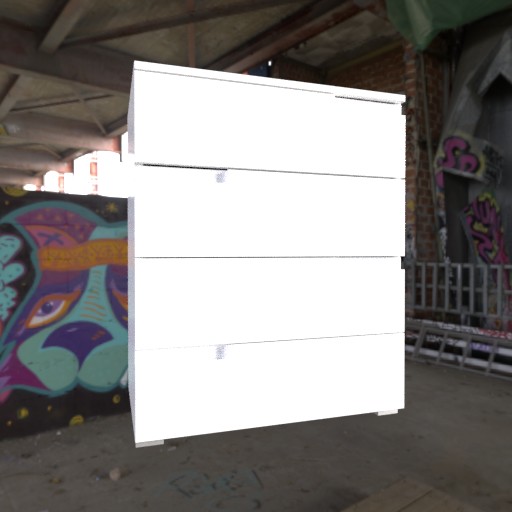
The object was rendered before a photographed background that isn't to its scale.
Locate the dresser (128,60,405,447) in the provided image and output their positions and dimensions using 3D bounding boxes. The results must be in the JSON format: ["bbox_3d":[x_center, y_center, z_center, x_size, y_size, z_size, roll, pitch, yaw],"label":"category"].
[{"bbox_3d":[0.000,0.000,1.194,0.650,0.800,0.400,0,1,-18],"label":"dresser"}]
